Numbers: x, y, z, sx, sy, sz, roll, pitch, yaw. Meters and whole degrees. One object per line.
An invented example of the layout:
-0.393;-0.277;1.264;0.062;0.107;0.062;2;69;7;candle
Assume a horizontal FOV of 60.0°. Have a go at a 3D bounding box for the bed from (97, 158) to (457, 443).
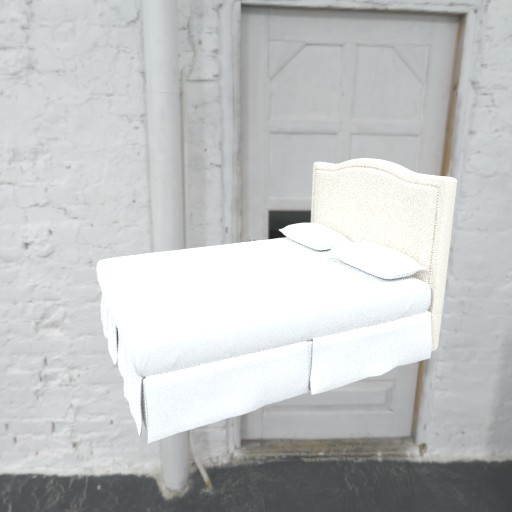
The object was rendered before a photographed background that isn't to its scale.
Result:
0.000;0.000;3.486;2.282;1.436;1.821;-7;18;-24;bed
